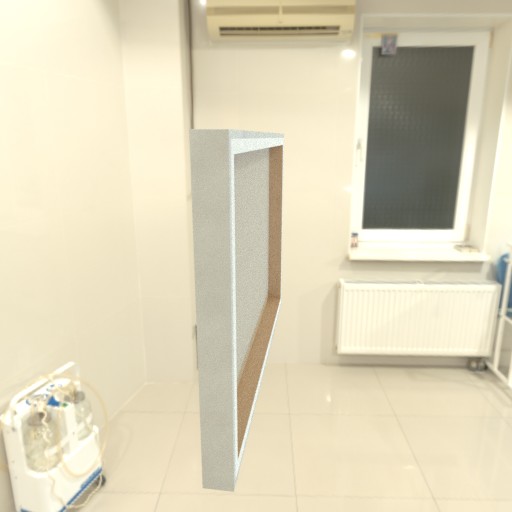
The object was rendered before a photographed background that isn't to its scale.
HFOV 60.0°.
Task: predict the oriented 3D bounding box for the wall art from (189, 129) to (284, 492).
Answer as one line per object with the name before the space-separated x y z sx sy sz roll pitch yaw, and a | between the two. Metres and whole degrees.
wall art | 0.000 0.000 0.758 0.038 0.407 0.609 2 15 8
